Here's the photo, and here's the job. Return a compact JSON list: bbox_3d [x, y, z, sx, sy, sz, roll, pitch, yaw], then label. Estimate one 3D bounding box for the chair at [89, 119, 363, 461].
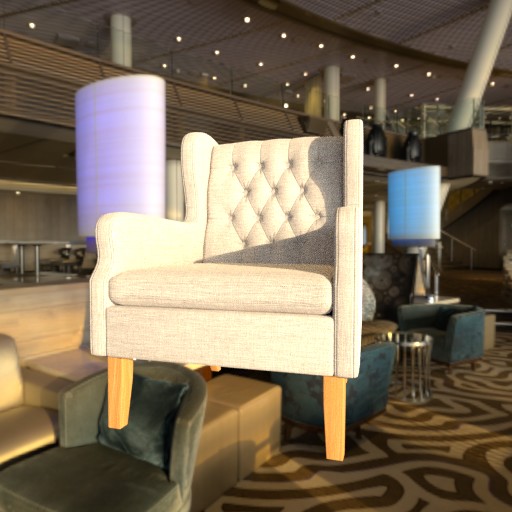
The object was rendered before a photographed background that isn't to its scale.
[{"bbox_3d":[0.000,0.000,1.442,0.710,0.930,0.760,1,2,17],"label":"chair"}]
